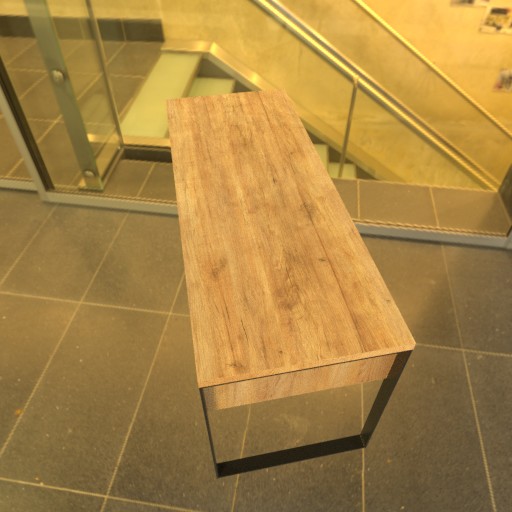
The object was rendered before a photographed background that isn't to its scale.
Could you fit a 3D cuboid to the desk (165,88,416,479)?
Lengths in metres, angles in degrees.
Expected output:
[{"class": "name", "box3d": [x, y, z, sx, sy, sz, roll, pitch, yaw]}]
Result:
[{"class": "desk", "box3d": [0.000, 0.000, 1.955, 0.600, 0.760, 1.520, -8, 47, -8]}]
